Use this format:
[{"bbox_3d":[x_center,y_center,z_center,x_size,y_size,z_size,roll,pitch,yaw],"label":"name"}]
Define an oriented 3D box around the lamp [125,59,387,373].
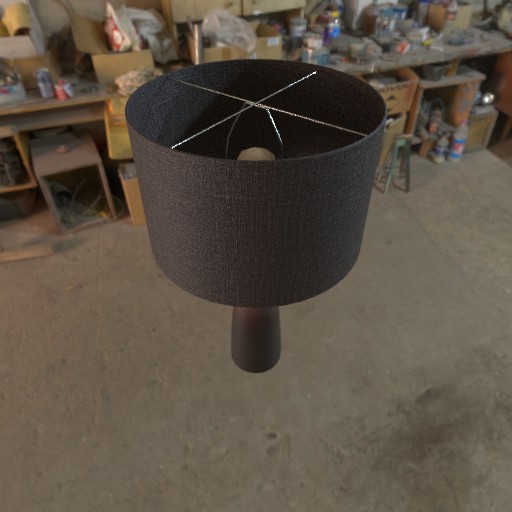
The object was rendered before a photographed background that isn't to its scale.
[{"bbox_3d":[0.000,0.000,0.681,0.303,0.488,0.303,0,41,0],"label":"lamp"}]
